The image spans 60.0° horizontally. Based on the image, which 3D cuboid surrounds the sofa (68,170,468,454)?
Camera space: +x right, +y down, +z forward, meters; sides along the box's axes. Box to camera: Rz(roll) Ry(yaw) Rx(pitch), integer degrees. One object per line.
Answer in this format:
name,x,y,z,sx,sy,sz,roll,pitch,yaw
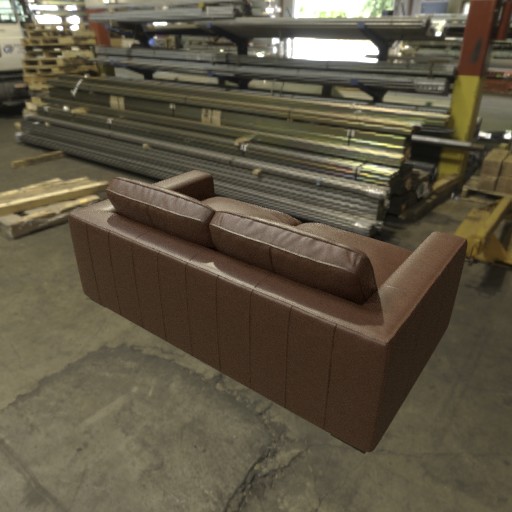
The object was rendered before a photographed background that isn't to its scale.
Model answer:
sofa,0.000,0.000,2.438,1.920,0.800,1.070,20,34,32
